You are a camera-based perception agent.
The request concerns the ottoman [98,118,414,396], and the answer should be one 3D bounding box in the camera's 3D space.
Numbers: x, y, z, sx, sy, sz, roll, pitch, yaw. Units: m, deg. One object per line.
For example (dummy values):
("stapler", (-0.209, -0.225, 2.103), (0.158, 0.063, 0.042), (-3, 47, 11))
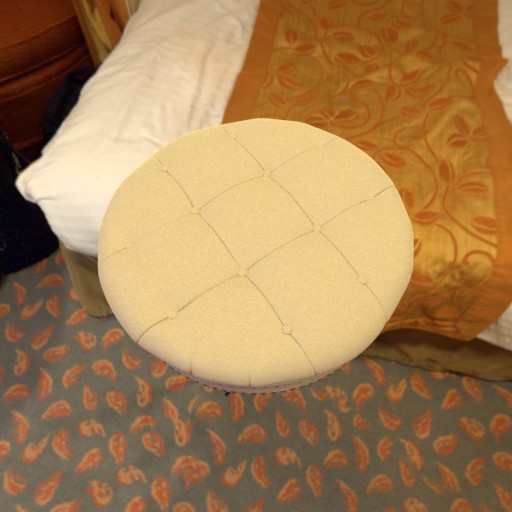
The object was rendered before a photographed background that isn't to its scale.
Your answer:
("ottoman", (0.000, 0.000, 1.402), (0.901, 0.439, 0.901), (0, 59, 0))
